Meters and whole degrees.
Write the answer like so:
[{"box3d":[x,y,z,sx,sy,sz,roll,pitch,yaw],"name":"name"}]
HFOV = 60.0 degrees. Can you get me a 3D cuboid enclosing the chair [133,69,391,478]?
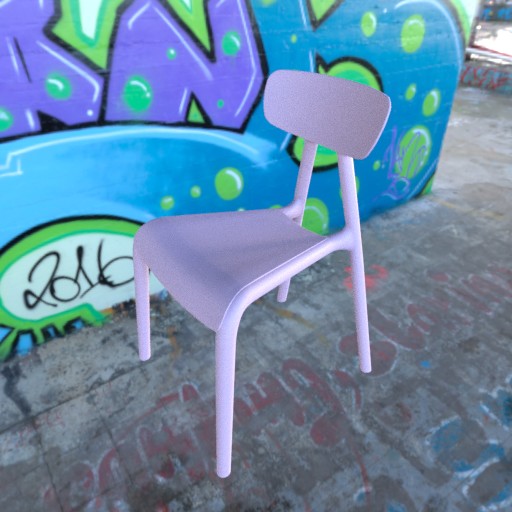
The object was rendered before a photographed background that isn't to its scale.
[{"box3d":[0.000,0.000,0.819,0.401,0.580,0.356,-21,39,-29],"name":"chair"}]
